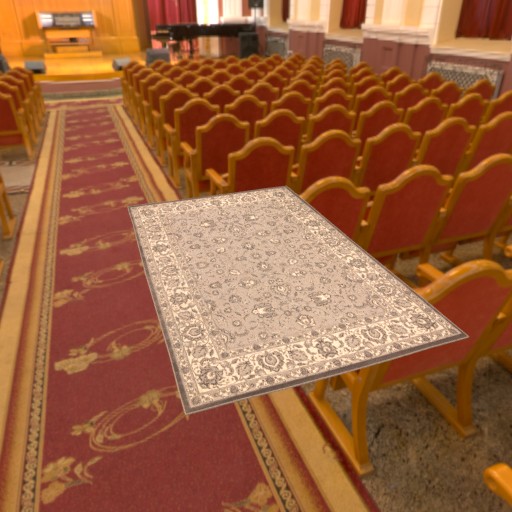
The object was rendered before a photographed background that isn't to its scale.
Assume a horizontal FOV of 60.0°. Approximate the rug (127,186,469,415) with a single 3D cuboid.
[{"bbox_3d":[0.000,0.000,3.104,1.524,0.011,2.438,-10,31,-17],"label":"rug"}]
